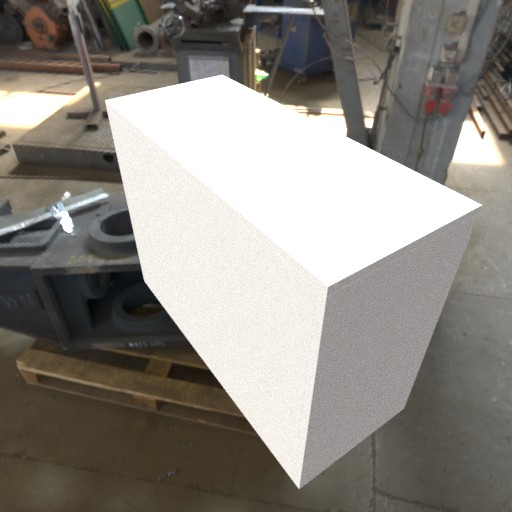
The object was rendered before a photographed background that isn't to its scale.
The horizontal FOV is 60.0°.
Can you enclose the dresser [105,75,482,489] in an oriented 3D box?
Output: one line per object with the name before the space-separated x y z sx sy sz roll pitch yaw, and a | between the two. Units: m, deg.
dresser | 0.000 0.000 1.492 0.460 0.820 1.100 -24 45 -26
